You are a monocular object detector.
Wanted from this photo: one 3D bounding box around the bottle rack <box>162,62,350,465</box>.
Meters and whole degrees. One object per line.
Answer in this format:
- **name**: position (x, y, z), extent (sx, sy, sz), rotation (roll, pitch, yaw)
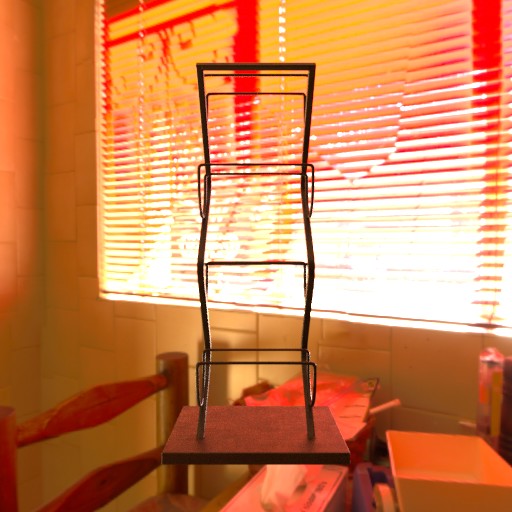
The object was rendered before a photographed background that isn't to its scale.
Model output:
- **bottle rack**: position (0.000, 0.000, 0.679), extent (0.254, 0.559, 0.178), rotation (0, 1, 0)
